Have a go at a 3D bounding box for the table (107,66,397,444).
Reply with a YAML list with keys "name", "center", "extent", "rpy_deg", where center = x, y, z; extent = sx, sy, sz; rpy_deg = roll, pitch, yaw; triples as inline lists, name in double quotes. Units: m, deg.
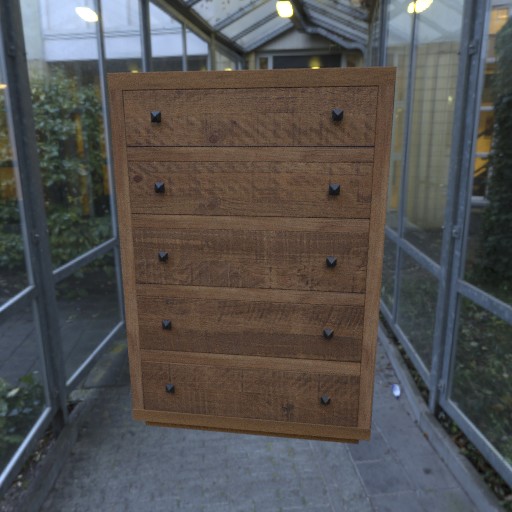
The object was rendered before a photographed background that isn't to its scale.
- name: "table"
  center: [0.000, 0.000, 1.744]
  extent: [0.901, 1.294, 0.524]
  rpy_deg: [2, 14, 8]
